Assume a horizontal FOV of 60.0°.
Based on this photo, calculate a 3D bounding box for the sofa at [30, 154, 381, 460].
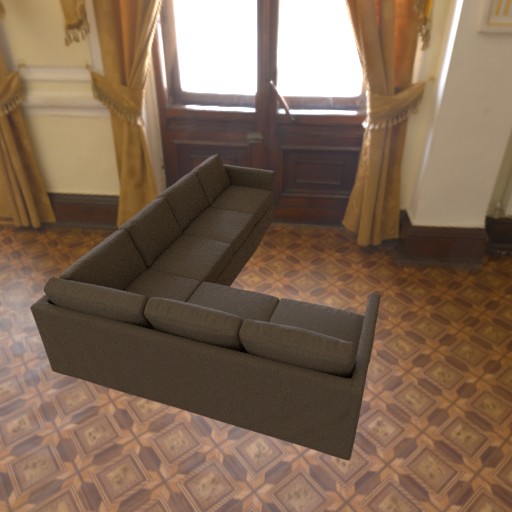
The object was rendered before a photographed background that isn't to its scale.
[{"bbox_3d":[0.000,0.000,4.294,2.432,0.871,3.182,10,34,16],"label":"sofa"}]
